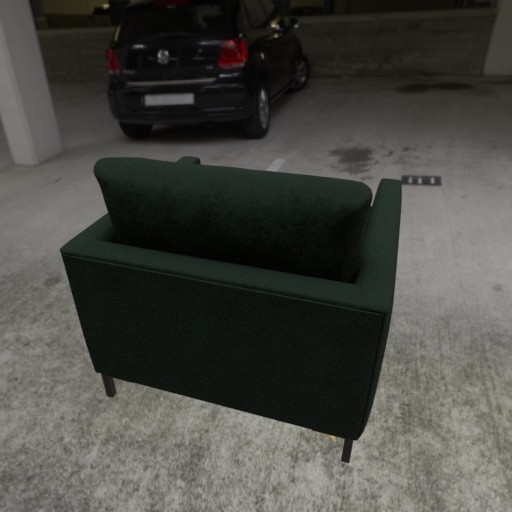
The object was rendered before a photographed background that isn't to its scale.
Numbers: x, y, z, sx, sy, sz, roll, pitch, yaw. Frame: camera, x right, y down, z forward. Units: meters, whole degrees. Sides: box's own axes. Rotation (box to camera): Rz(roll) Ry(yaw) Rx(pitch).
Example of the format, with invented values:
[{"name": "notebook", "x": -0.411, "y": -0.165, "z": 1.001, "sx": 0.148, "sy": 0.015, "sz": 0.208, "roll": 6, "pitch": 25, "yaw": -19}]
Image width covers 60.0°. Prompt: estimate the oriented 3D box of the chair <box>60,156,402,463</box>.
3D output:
[{"name": "chair", "x": 0.000, "y": 0.000, "z": 1.607, "sx": 0.963, "sy": 0.861, "sz": 0.866, "roll": 9, "pitch": 33, "yaw": 15}]
